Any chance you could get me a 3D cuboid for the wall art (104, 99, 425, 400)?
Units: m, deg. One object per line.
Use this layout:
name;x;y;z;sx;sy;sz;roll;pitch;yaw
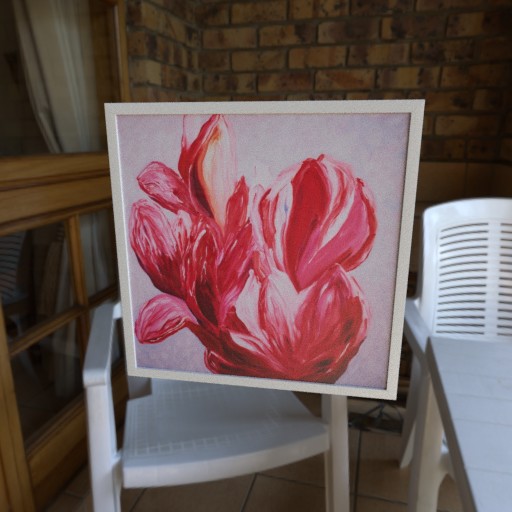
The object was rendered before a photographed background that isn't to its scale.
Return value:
wall art;0.000;0.000;1.219;0.805;0.803;0.022;3;16;9
